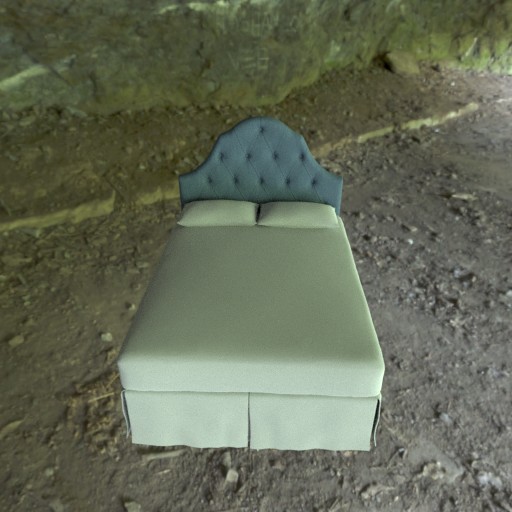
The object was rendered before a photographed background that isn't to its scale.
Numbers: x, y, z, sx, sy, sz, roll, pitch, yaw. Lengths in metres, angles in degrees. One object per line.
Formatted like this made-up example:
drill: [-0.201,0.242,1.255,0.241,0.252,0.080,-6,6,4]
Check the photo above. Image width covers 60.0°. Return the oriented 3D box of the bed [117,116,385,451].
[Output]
bed: [0.000,0.000,3.329,1.636,1.575,2.155,1,30,2]
